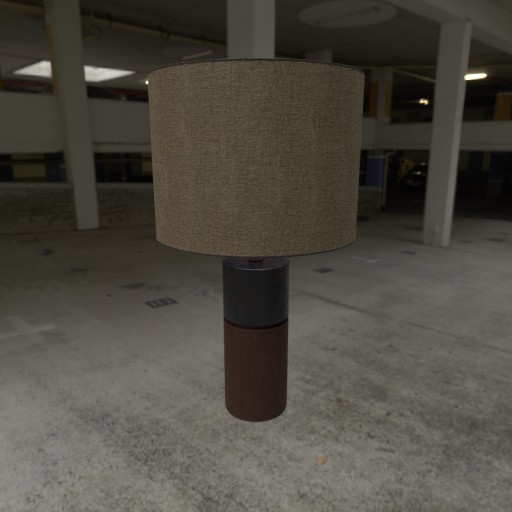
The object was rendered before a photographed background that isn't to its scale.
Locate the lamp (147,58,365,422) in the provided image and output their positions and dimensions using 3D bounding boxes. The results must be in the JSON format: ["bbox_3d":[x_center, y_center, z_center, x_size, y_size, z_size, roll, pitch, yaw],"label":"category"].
[{"bbox_3d":[0.000,0.000,0.465,0.202,0.350,0.202,0,14,0],"label":"lamp"}]
